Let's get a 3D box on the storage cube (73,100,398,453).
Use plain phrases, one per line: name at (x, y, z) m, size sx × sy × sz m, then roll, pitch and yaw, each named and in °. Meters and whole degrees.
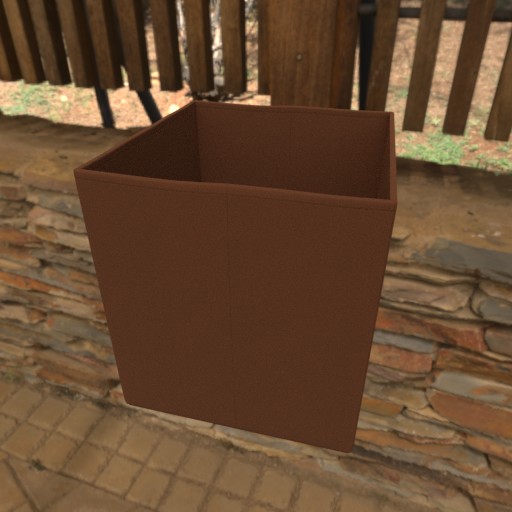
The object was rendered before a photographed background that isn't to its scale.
storage cube at (0.000, 0.000, 0.510) m, size 0.270 × 0.280 × 0.270 m, roll 8°, pitch 32°, yaw 12°
